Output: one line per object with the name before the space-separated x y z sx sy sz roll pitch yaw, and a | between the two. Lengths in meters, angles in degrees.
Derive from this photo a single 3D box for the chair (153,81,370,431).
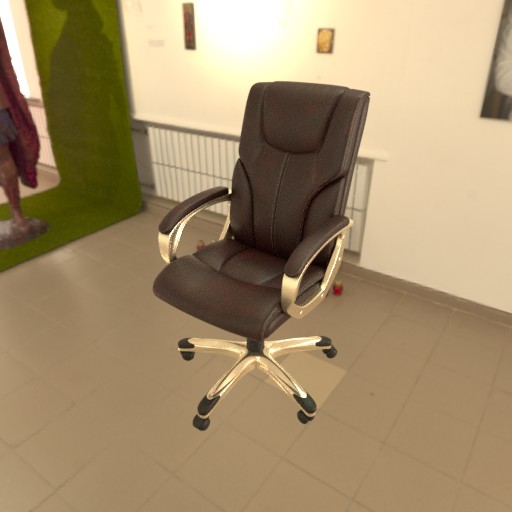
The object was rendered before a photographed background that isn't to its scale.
chair | 0.000 0.000 1.597 0.662 1.107 0.739 18 33 30
